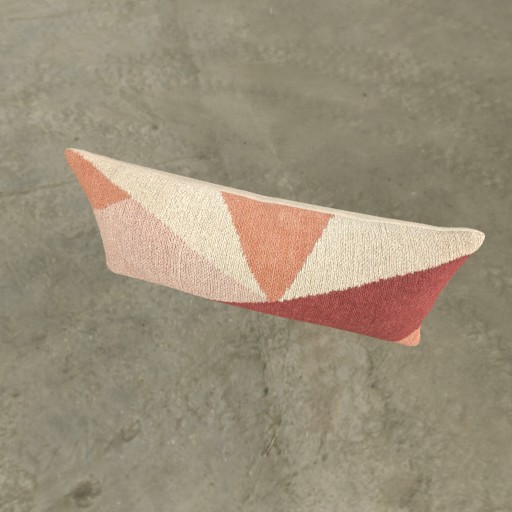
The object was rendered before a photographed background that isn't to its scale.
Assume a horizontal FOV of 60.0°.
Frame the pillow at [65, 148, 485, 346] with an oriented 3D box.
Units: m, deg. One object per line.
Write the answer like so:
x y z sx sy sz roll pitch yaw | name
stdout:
0.000 0.000 0.726 0.609 0.292 0.155 13 59 8 | pillow
